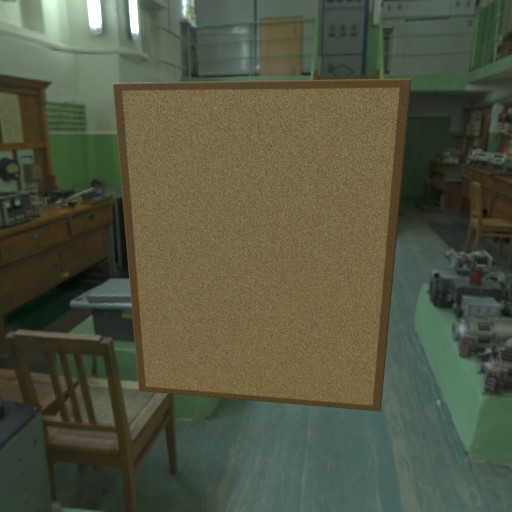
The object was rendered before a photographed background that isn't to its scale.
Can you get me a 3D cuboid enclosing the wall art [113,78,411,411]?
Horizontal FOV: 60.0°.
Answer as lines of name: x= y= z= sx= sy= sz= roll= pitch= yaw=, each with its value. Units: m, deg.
wall art: x=0.000 y=0.000 z=0.747 sx=0.449 sy=0.550 sz=0.021 roll=2 pitch=16 yaw=8
